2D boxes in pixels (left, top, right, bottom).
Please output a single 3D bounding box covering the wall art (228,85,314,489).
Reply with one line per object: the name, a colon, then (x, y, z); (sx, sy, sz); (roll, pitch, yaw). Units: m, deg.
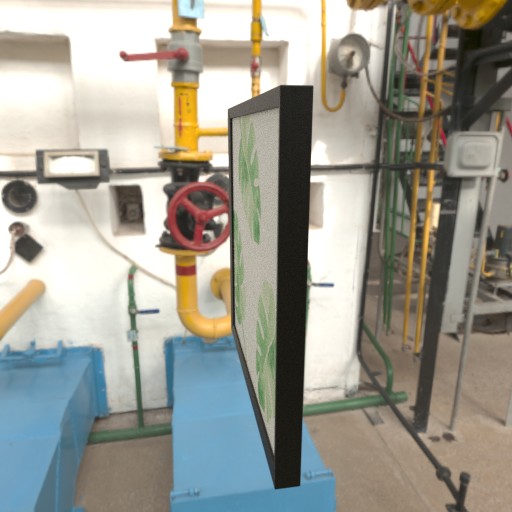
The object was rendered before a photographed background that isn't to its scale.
wall art: (0.000, 0.000, 0.768); (0.036, 0.508, 0.508); (-3, 16, -9)
